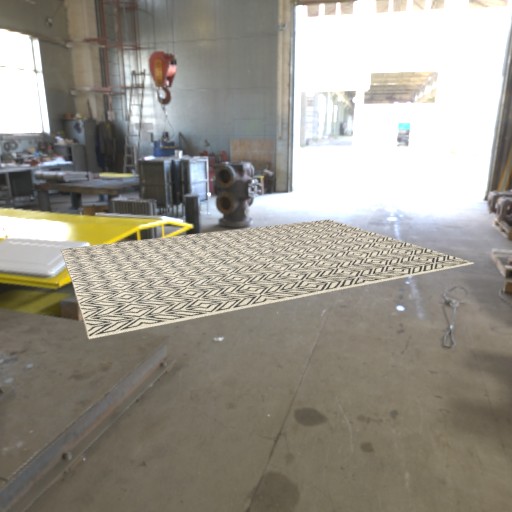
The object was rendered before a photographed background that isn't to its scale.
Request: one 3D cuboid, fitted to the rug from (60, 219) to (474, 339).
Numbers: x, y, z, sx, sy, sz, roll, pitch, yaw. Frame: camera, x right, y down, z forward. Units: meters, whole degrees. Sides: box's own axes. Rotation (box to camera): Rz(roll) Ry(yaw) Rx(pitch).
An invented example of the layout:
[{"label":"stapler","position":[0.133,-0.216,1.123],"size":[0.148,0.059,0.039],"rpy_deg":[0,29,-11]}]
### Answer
[{"label":"rug","position":[0.000,0.000,2.344],"size":[1.828,0.007,1.220],"rpy_deg":[-8,18,-26]}]
